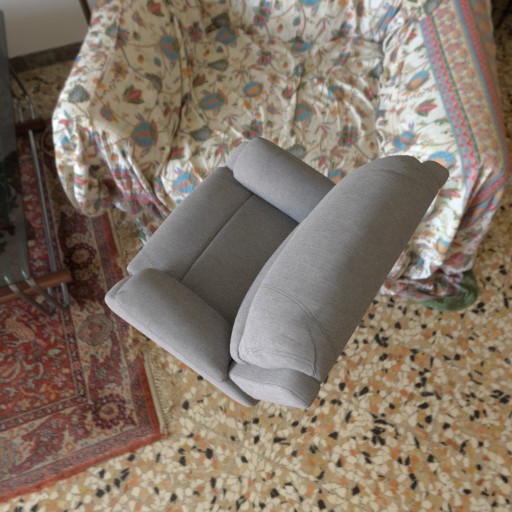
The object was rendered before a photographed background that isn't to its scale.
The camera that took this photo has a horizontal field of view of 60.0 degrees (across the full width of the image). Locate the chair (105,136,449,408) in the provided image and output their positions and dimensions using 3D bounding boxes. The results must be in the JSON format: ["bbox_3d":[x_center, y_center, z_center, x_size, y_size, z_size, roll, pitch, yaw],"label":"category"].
[{"bbox_3d":[0.000,0.000,1.697,0.899,1.011,0.930,32,68,14],"label":"chair"}]
